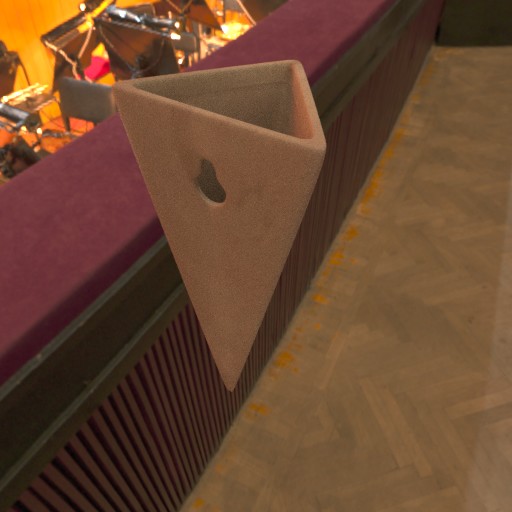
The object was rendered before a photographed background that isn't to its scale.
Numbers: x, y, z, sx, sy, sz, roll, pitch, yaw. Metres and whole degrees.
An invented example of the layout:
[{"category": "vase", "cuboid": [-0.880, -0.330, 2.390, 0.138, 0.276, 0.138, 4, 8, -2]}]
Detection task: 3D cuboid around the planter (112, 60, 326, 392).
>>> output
[{"category": "planter", "cuboid": [0.000, 0.000, 0.275, 0.101, 0.224, 0.081, 23, 50, 21]}]
